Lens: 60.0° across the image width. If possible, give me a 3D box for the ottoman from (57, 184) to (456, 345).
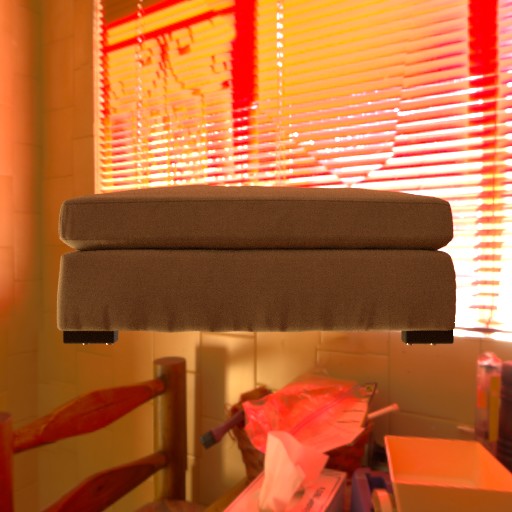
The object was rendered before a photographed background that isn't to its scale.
[{"bbox_3d":[0.000,0.000,1.847,1.203,0.517,1.171,0,0,0],"label":"ottoman"}]
